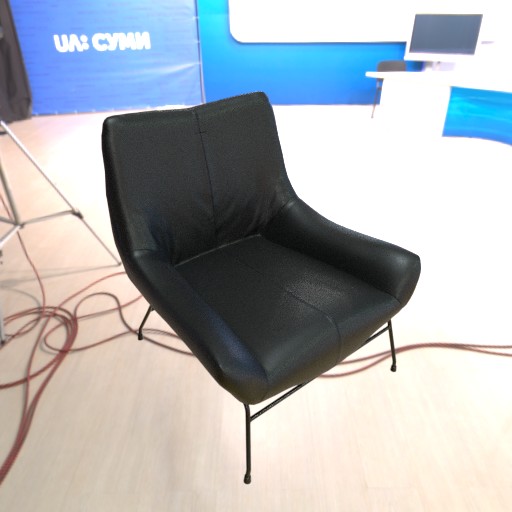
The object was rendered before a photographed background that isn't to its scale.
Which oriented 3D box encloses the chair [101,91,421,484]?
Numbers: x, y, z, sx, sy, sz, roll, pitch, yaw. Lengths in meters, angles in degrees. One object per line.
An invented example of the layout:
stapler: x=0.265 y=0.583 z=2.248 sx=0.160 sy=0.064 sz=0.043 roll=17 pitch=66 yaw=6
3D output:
chair: x=0.000 y=0.000 z=1.547 sx=0.836 sy=0.922 sz=0.826 roll=-23 pitch=38 yaw=-33
